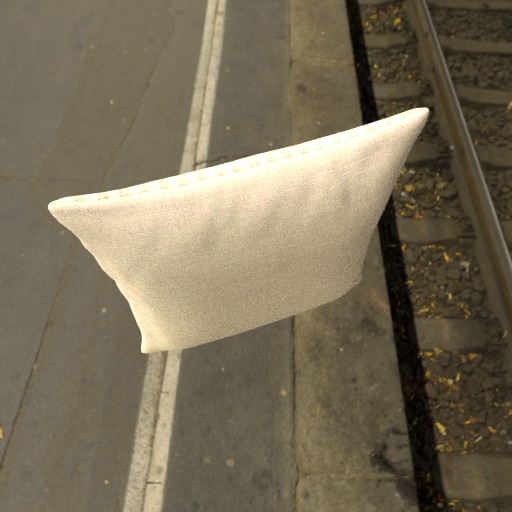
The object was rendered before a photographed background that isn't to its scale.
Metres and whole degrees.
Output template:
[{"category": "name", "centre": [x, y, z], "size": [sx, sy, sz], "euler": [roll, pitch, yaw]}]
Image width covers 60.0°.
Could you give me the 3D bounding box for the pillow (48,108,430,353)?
[{"category": "pillow", "centre": [0.000, 0.000, 0.783], "size": [0.523, 0.510, 0.166], "euler": [-17, 59, -10]}]
